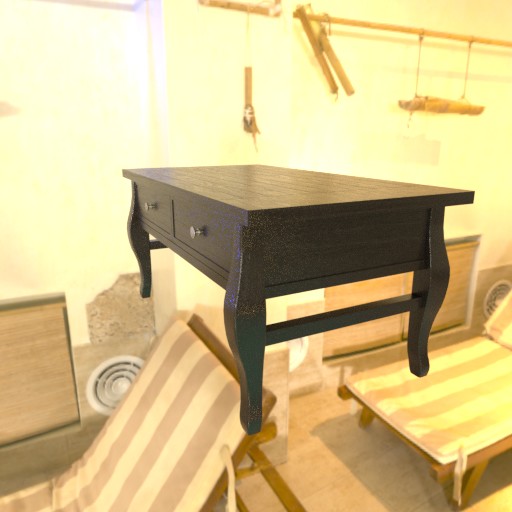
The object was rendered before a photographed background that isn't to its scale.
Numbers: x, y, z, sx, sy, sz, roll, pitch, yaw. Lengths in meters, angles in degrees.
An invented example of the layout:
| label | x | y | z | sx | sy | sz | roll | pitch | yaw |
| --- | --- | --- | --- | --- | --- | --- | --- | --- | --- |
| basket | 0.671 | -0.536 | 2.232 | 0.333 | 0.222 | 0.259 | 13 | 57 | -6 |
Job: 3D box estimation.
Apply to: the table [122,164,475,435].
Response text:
| label | x | y | z | sx | sy | sz | roll | pitch | yaw |
| --- | --- | --- | --- | --- | --- | --- | --- | --- | --- |
| table | 0.000 | 0.000 | 1.407 | 0.600 | 0.494 | 1.062 | -8 | 17 | -26 |
